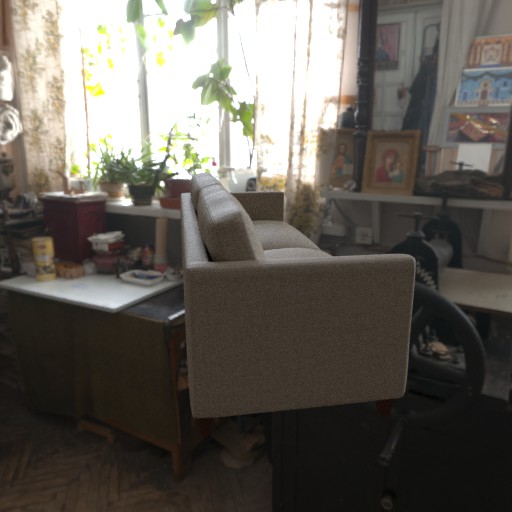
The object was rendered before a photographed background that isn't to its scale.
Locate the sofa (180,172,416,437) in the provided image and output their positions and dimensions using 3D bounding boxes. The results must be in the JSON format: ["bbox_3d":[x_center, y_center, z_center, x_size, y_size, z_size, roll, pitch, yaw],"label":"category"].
[{"bbox_3d":[0.000,0.000,2.905,0.951,0.965,2.434,-3,15,-9],"label":"sofa"}]
